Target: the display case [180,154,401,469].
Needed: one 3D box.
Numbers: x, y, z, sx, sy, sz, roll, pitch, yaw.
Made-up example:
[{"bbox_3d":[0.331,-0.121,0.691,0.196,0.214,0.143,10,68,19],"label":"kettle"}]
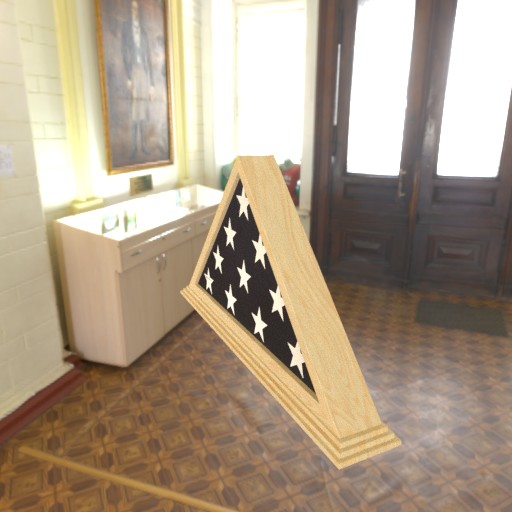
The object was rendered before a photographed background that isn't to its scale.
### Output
[{"bbox_3d":[0.000,0.000,0.765,0.095,0.340,0.640,-8,18,-25],"label":"display case"}]
